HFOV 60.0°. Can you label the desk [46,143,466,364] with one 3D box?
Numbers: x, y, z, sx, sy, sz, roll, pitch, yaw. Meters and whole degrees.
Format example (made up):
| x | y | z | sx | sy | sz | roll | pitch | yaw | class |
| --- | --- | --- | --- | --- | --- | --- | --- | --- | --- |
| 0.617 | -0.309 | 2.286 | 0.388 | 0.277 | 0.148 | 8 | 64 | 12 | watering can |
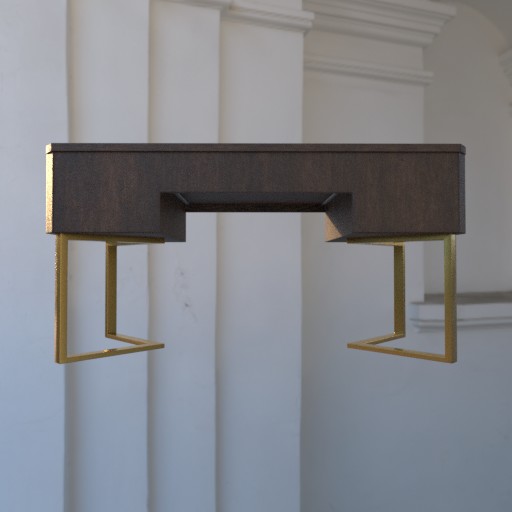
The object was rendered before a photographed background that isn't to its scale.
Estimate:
| x | y | z | sx | sy | sz | roll | pitch | yaw | class |
| --- | --- | --- | --- | --- | --- | --- | --- | --- | --- |
| 0.000 | 0.000 | 1.858 | 1.479 | 0.762 | 0.684 | 0 | -1 | 0 | desk |
